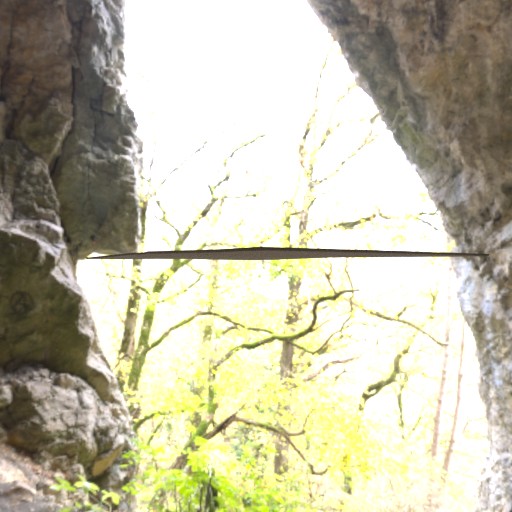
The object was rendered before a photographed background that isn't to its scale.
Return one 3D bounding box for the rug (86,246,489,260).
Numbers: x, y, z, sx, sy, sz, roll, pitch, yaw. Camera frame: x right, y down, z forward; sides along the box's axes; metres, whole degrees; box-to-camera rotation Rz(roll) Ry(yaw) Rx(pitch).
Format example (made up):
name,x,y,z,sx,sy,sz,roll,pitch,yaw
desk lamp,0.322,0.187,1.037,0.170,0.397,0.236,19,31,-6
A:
name,x,y,z,sx,sy,sz,roll,pitch,yaw
rug,0.000,0.000,2.944,1.596,0.030,2.283,1,-2,-36
